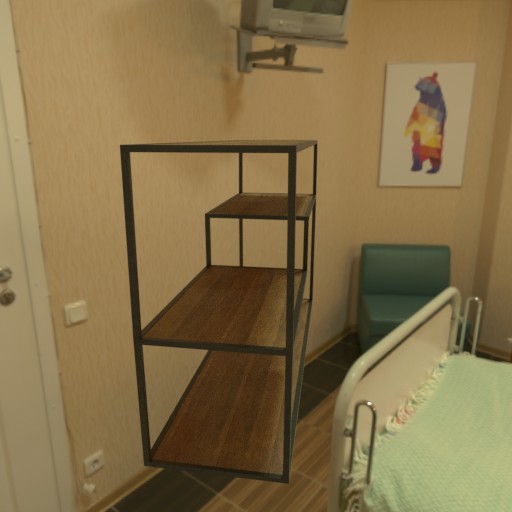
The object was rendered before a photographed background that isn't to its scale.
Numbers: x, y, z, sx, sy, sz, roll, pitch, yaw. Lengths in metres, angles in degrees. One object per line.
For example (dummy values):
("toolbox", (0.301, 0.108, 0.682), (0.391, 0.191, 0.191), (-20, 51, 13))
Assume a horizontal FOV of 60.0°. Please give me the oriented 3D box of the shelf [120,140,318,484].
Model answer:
("shelf", (0.000, 0.000, 1.531), (0.361, 0.765, 1.201), (3, 15, 9))
